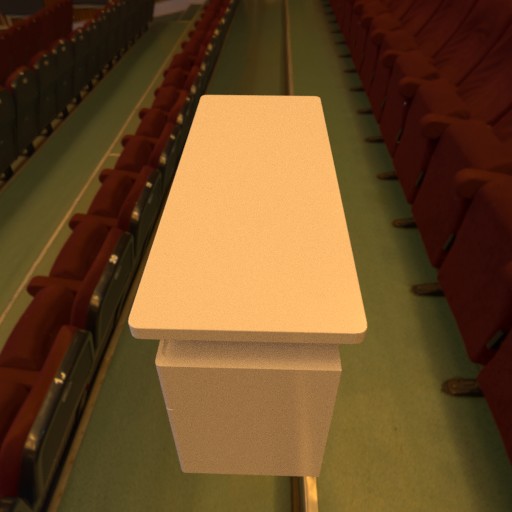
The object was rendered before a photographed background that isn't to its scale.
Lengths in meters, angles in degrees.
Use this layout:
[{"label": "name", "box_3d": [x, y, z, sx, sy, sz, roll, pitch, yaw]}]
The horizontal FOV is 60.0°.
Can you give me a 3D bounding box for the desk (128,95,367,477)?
[{"label": "desk", "box_3d": [0.000, 0.000, 1.775, 0.550, 0.762, 1.400, 1, 41, 1]}]
